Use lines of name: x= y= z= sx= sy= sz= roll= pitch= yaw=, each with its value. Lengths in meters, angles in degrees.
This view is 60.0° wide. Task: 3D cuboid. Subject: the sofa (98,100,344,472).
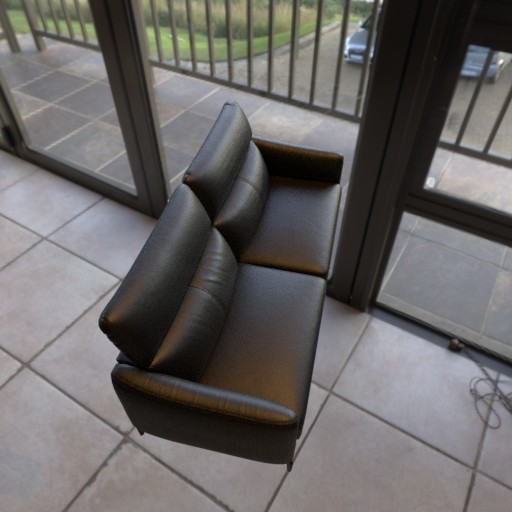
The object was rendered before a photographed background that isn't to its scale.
sofa: x=0.000 y=0.000 z=2.568 sx=0.856 sy=0.957 sz=2.069 roll=10 pitch=47 yaw=9
